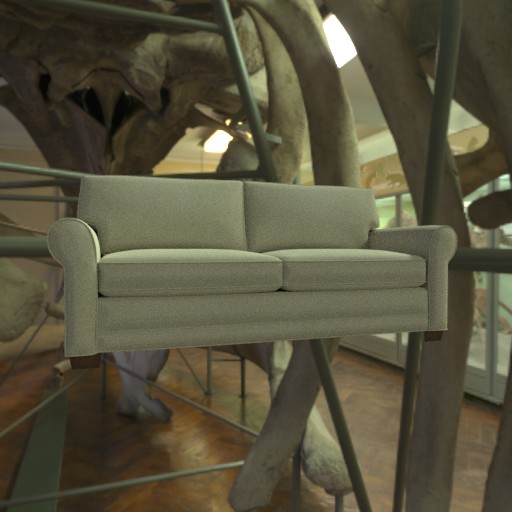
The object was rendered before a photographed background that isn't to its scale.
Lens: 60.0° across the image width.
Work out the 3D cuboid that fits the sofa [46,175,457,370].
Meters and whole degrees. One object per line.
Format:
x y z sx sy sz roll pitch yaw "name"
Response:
0.000 0.000 2.606 2.146 0.962 0.901 0 1 -18 "sofa"
